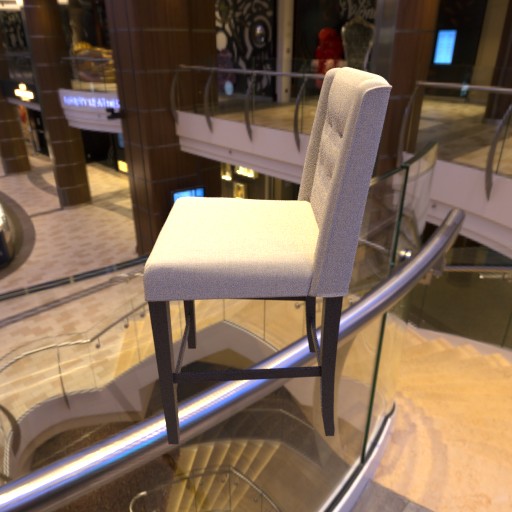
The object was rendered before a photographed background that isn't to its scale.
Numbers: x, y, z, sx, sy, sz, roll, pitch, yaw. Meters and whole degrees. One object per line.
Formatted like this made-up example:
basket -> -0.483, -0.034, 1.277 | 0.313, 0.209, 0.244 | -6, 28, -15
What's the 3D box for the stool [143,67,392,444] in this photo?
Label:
stool -> 0.000, 0.000, 1.215 | 0.509, 0.939, 0.474 | 0, 26, 0
